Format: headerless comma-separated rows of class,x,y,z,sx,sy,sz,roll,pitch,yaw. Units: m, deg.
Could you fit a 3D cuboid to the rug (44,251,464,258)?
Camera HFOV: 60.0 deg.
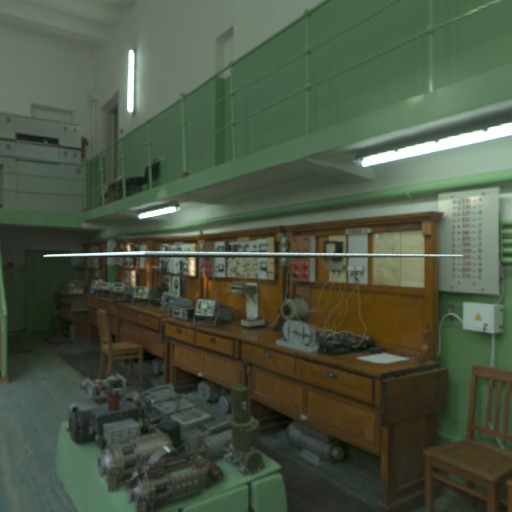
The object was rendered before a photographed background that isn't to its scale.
rug,0.000,0.000,2.862,2.202,0.014,1.598,0,-1,-37
